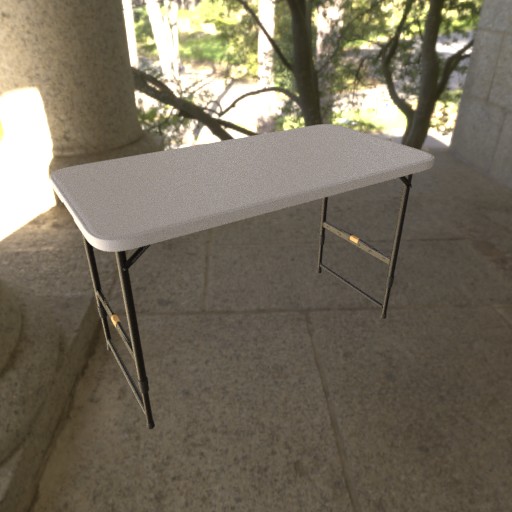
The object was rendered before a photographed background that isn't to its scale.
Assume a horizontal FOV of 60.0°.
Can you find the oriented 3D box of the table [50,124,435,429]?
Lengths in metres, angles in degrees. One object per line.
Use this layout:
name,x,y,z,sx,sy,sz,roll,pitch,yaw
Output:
table,0.000,0.000,1.697,1.245,0.737,0.611,-18,34,-28
